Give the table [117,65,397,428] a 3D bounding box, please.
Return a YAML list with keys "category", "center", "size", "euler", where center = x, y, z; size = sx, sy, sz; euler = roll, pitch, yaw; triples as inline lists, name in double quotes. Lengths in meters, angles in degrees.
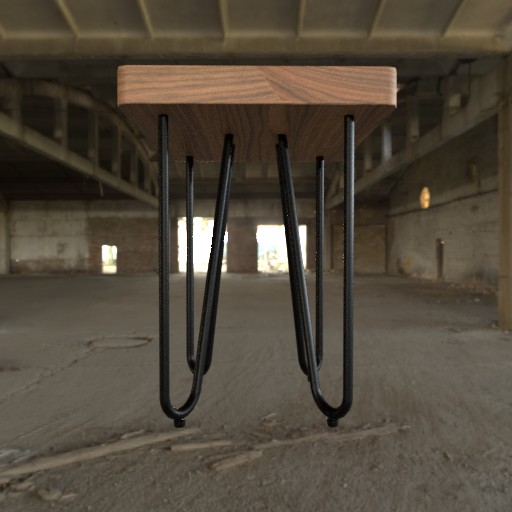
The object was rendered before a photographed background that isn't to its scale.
- category: "table"
  center: [0.000, 0.000, 0.982]
  size: [0.479, 0.641, 0.480]
  euler: [0, 1, -1]
